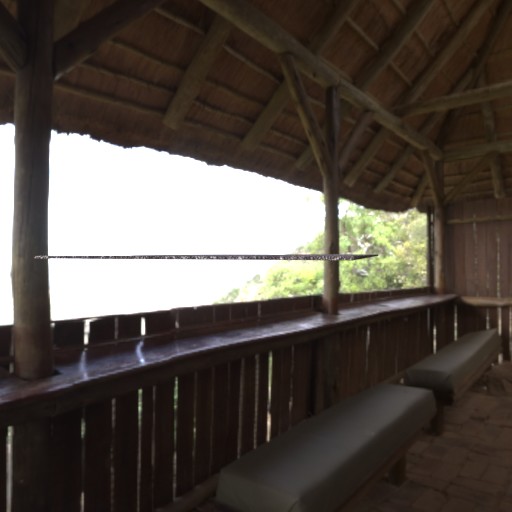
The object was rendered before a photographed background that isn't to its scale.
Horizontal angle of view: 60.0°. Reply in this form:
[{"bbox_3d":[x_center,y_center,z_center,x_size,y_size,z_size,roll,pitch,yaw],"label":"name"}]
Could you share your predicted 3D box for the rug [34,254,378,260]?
[{"bbox_3d":[0.000,0.000,2.349,1.186,0.012,1.814,0,0,18],"label":"rug"}]
